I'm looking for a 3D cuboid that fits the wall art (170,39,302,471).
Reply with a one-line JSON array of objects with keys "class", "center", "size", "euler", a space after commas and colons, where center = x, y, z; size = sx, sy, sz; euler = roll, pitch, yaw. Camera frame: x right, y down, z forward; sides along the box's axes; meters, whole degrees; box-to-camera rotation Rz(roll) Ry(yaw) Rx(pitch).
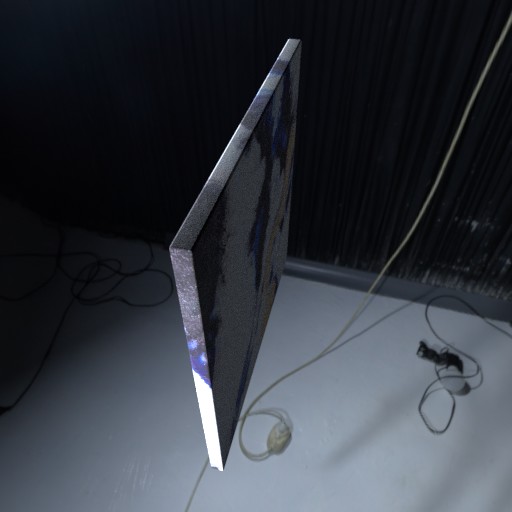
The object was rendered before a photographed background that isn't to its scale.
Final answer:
[{"class": "wall art", "center": [0.000, 0.000, 1.268], "size": [0.038, 0.885, 0.887], "euler": [10, 46, 10]}]
